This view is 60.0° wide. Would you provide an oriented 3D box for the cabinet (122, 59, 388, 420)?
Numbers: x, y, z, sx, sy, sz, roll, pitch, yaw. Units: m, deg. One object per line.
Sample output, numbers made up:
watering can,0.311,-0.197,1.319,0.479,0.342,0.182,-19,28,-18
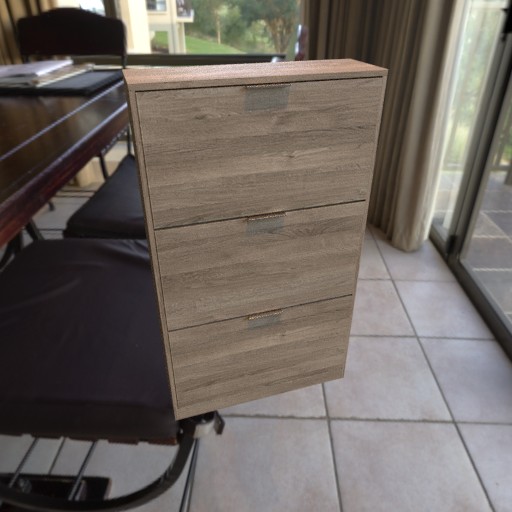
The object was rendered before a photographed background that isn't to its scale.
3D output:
cabinet,0.000,0.000,1.635,0.750,1.280,0.250,-9,33,-15
